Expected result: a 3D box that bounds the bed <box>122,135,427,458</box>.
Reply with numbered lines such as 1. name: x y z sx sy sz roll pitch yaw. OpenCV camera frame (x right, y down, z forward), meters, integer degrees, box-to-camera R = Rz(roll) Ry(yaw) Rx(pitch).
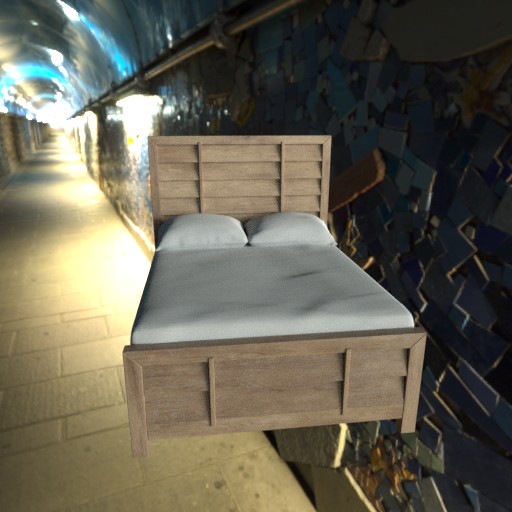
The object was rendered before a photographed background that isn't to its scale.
1. bed: 0.000 0.000 3.215 1.615 1.631 2.017 -2 17 -7
